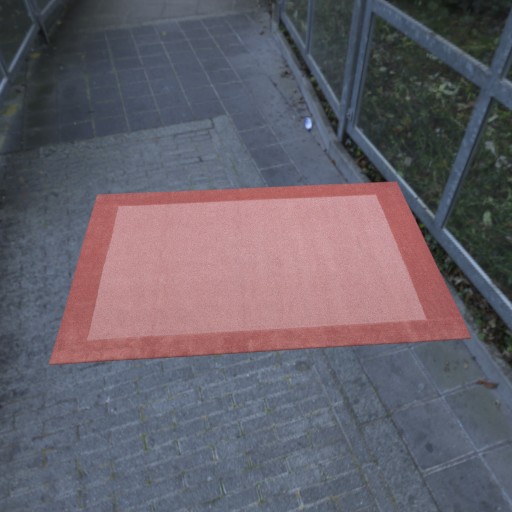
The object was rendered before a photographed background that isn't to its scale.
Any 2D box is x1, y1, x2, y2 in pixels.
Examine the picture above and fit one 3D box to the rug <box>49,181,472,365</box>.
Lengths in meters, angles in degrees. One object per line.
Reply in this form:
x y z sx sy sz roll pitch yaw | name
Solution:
0.000 0.000 3.070 2.438 0.014 1.524 -3 46 -3 | rug
